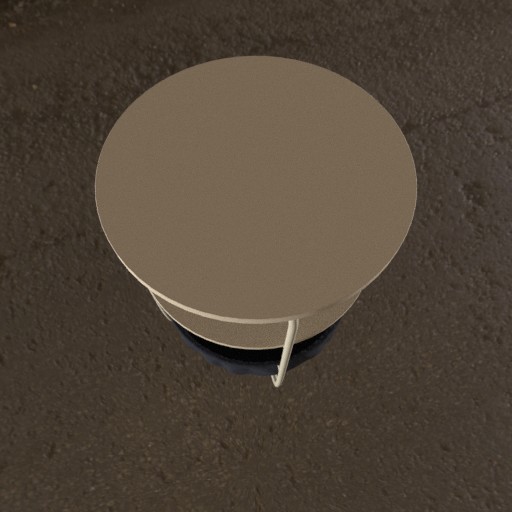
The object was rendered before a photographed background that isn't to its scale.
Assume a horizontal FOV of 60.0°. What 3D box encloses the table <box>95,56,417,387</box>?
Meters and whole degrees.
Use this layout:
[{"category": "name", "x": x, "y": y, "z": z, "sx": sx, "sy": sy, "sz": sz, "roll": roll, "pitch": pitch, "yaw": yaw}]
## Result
[{"category": "table", "x": 0.000, "y": 0.000, "z": 0.822, "sx": 0.418, "sy": 0.532, "sz": 0.418, "roll": 29, "pitch": 67, "yaw": 13}]
